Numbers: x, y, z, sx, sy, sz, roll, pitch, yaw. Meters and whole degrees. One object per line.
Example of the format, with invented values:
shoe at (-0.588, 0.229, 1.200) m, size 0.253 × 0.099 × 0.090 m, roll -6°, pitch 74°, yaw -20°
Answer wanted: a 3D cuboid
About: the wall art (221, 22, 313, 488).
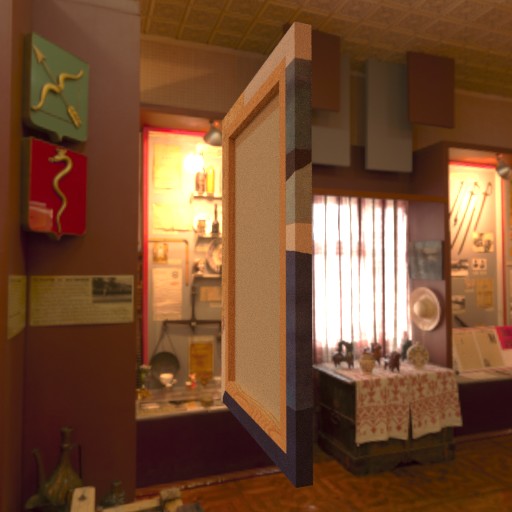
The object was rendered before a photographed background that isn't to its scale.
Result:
wall art at (0.000, 0.000, 1.160) m, size 0.039 × 0.911 × 0.607 m, roll 1°, pitch -2°, yaw -18°
